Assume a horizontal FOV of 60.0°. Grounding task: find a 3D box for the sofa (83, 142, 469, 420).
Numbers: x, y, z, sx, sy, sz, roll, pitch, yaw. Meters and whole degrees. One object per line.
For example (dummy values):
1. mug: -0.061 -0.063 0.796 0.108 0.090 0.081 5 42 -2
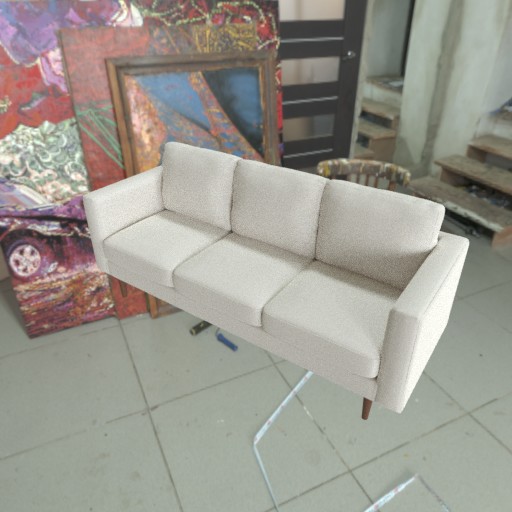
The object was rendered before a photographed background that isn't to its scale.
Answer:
1. sofa: 0.000 0.000 2.520 2.029 0.912 0.802 20 36 30
